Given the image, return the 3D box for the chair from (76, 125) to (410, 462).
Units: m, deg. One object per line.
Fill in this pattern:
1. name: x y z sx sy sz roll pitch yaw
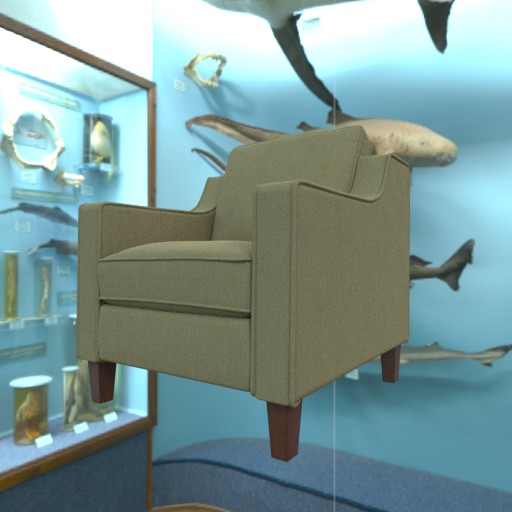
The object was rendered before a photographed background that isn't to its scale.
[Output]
1. chair: 0.000 0.000 1.580 0.831 0.960 0.909 0 0 35
